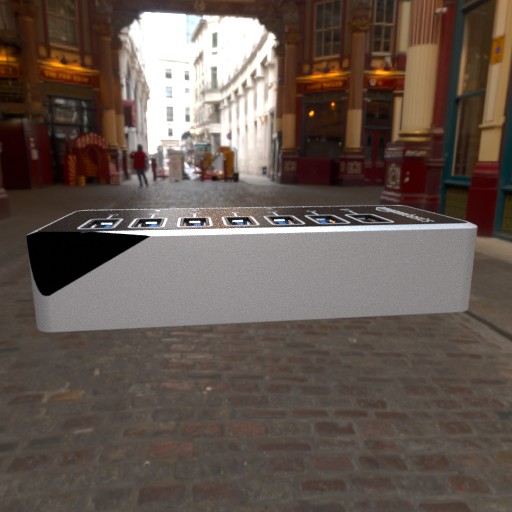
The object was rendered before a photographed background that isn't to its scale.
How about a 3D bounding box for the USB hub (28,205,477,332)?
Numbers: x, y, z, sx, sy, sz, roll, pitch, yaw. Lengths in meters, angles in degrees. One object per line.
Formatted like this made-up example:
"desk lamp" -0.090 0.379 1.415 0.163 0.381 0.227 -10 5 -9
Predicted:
"USB hub" 0.000 0.000 0.127 0.110 0.023 0.044 -2 13 -7
